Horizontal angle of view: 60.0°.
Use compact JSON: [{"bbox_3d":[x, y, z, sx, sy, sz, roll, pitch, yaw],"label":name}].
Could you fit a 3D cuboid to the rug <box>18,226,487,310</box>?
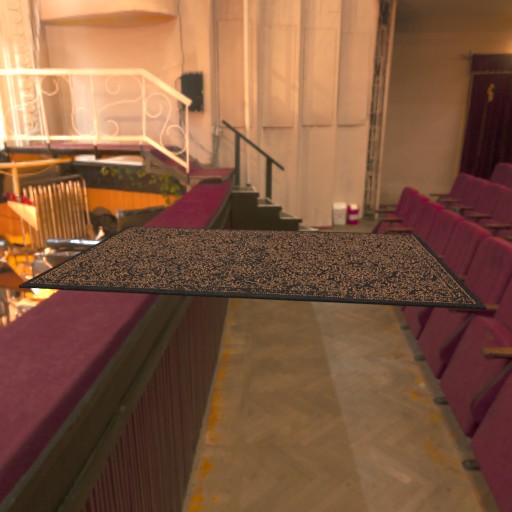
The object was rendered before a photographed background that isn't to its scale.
[{"bbox_3d":[0.000,0.000,3.009,2.441,0.015,1.526,2,16,7],"label":"rug"}]
